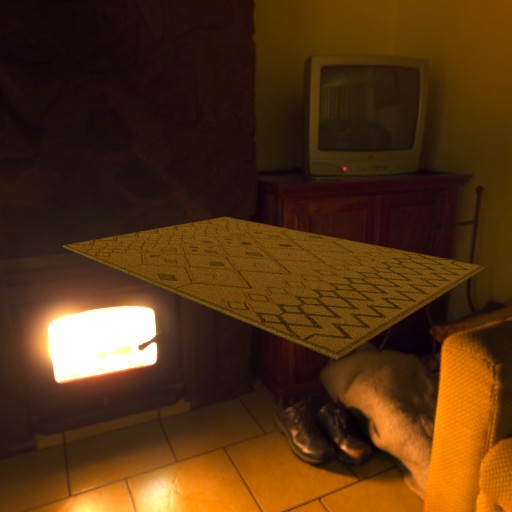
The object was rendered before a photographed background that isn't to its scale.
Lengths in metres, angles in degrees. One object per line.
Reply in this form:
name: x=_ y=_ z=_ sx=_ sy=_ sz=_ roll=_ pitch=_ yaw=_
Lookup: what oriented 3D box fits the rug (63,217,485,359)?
rug: x=0.000 y=0.000 z=2.282 sx=1.829 sy=0.016 sz=1.219 roll=15 pitch=21 yaw=42
